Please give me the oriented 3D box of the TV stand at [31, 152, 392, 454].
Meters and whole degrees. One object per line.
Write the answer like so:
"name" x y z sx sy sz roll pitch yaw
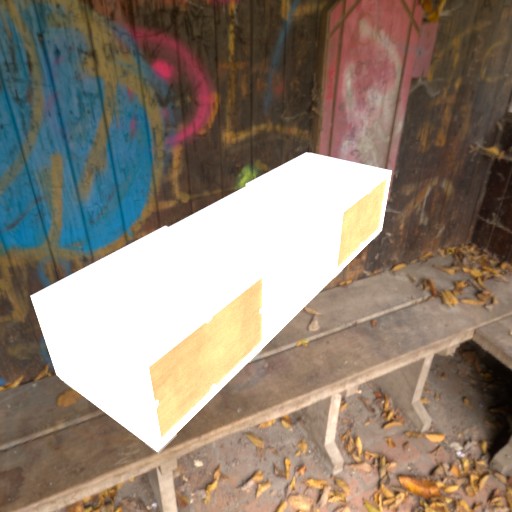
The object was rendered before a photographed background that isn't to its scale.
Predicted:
"TV stand" 0.000 0.000 1.596 0.420 0.310 1.400 21 37 30
